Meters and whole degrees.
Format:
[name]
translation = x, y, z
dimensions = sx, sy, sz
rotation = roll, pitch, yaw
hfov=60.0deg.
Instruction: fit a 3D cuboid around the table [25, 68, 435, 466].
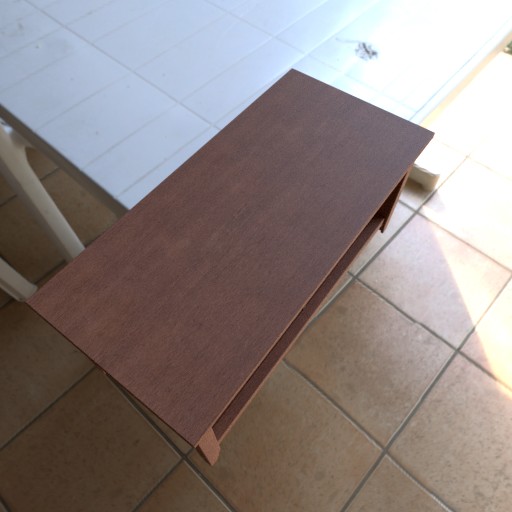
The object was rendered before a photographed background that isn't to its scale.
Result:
[table]
translation = 0.000, 0.000, 1.284
dimensions = 0.483, 0.457, 1.016
rotation = 32, 63, 19
